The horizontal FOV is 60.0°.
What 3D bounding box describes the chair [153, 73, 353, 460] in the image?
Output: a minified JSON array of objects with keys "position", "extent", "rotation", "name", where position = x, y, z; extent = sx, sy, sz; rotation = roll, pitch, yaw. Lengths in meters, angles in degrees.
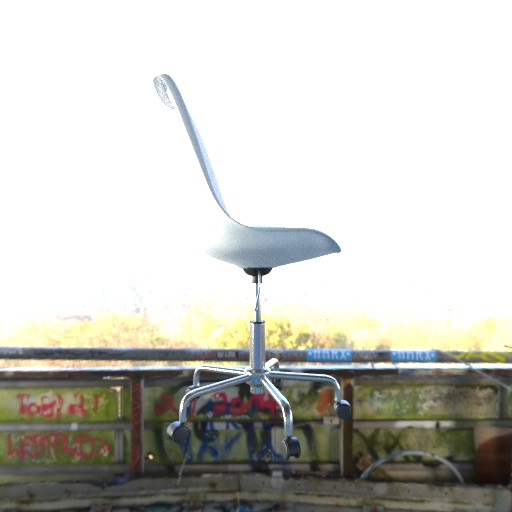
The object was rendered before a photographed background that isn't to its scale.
[{"position":[0.000,0.000,1.266],"extent":[0.550,0.930,0.550],"rotation":[0,1,0],"name":"chair"}]
